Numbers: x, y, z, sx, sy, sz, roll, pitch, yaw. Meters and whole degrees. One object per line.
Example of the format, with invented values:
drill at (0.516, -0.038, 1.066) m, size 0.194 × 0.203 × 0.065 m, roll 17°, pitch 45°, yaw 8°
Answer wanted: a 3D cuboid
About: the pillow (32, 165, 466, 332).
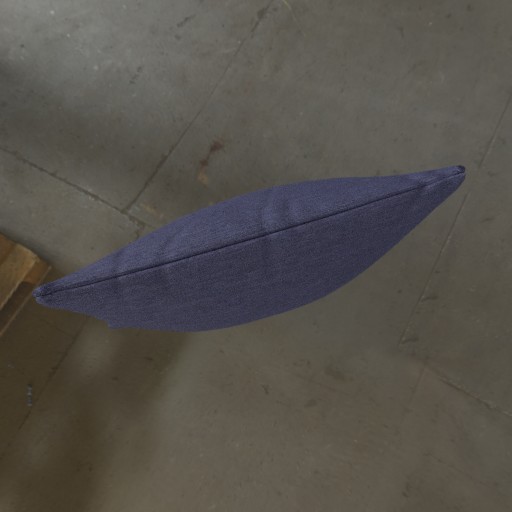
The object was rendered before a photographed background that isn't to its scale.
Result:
pillow at (0.000, 0.000, 0.773) m, size 0.633 × 0.338 × 0.210 m, roll -17°, pitch 76°, yaw -4°
